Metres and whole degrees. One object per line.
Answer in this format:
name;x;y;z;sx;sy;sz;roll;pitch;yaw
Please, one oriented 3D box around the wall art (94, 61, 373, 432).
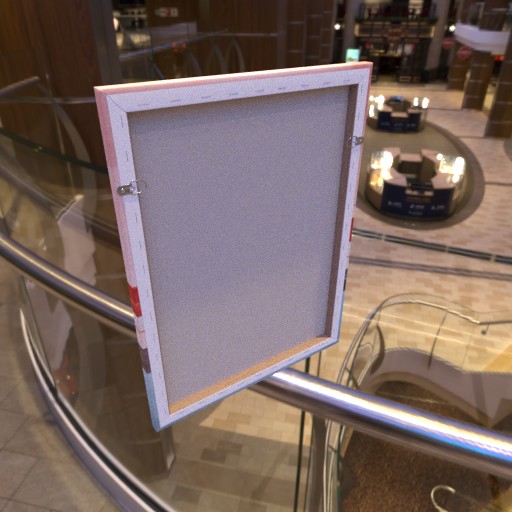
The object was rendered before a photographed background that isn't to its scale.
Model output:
wall art;0.000;0.000;1.319;0.761;1.016;0.039;-18;35;-28
